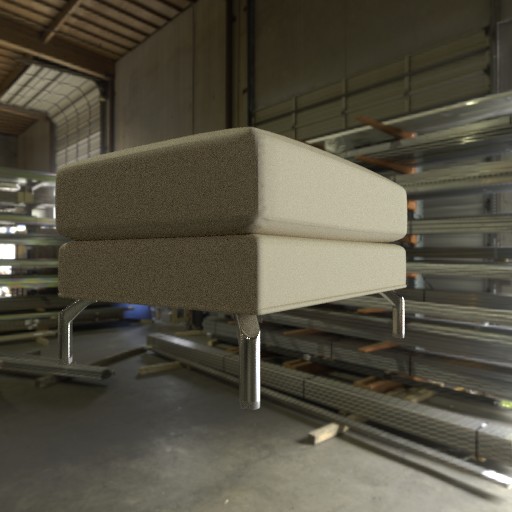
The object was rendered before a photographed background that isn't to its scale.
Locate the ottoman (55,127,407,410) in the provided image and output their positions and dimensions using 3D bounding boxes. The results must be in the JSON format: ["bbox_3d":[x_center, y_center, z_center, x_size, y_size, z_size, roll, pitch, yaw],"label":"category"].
[{"bbox_3d":[0.000,0.000,1.195,0.581,0.497,0.835,0,0,35],"label":"ottoman"}]
